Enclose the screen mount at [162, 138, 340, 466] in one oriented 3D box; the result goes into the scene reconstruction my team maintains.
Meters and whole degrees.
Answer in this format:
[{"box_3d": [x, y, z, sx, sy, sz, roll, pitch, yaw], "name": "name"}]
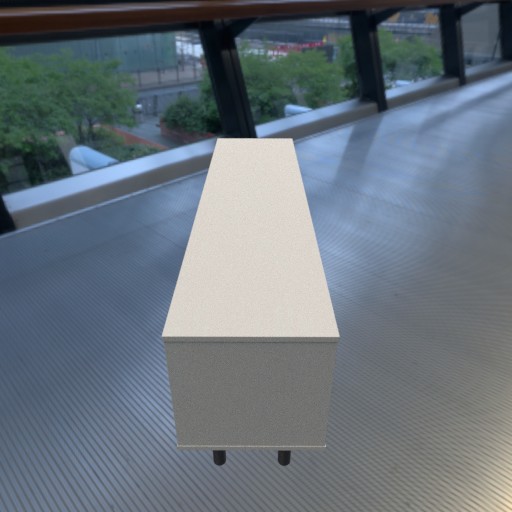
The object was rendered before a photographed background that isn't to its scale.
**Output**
[{"box_3d": [0.000, 0.000, 1.816, 0.418, 0.520, 1.600, 0, 30, 0], "name": "screen mount"}]
